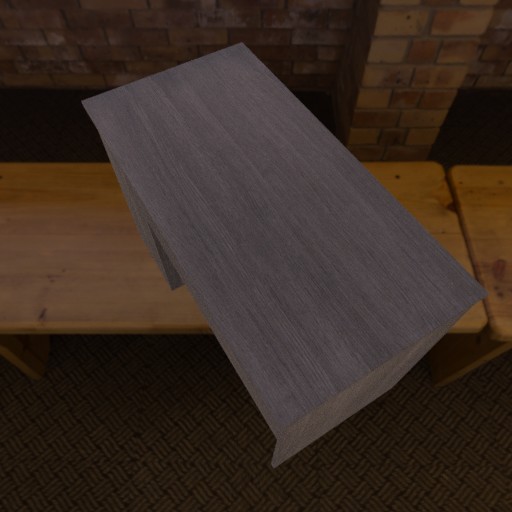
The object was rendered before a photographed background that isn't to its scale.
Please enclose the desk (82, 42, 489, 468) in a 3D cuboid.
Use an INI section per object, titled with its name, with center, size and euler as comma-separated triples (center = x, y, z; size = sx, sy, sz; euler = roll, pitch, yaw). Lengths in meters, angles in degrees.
[desk]
center = 0.000, 0.000, 1.478
size = 0.560, 0.735, 1.097
euler = -28, 63, -16
